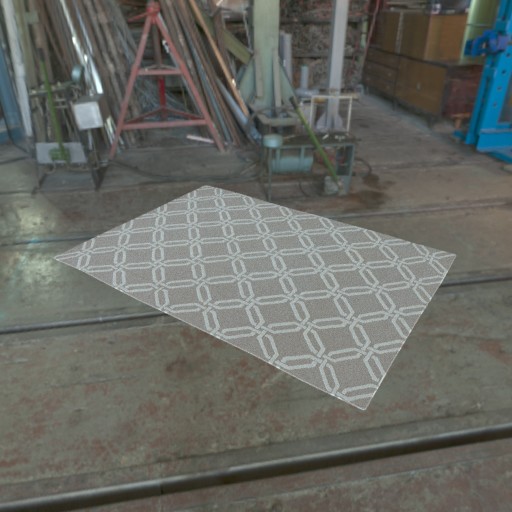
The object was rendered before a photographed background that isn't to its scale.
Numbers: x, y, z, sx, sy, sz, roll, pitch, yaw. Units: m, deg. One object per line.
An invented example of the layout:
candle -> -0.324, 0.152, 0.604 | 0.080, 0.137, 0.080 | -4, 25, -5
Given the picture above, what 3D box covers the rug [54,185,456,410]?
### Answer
rug -> 0.000, 0.000, 2.861 | 2.135, 0.013, 1.524 | 20, 36, 29
